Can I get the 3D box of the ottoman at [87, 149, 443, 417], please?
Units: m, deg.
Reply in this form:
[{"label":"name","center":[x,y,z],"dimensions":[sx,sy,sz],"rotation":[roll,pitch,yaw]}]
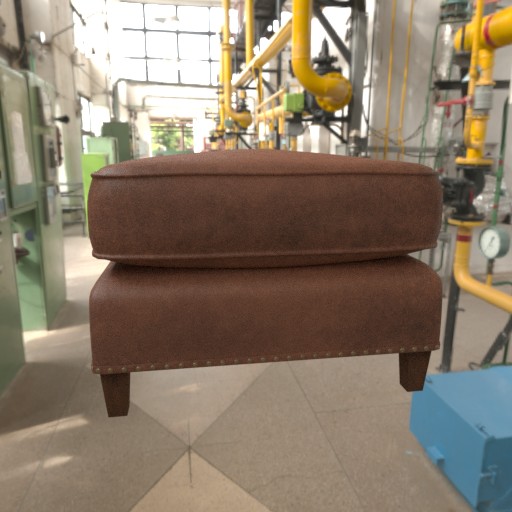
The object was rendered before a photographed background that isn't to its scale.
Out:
[{"label":"ottoman","center":[0.000,0.000,1.141],"dimensions":[0.738,0.537,0.589],"rotation":[-2,13,-9]}]
